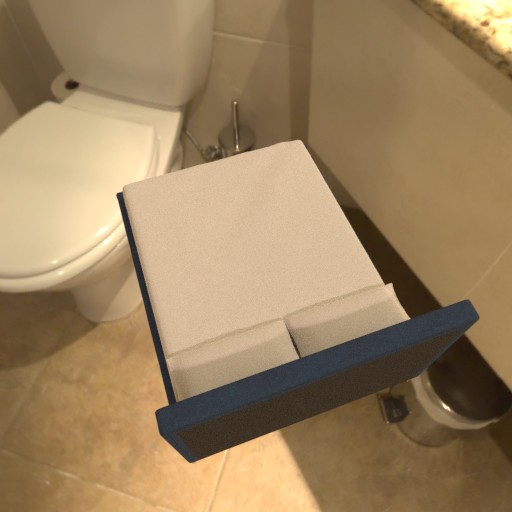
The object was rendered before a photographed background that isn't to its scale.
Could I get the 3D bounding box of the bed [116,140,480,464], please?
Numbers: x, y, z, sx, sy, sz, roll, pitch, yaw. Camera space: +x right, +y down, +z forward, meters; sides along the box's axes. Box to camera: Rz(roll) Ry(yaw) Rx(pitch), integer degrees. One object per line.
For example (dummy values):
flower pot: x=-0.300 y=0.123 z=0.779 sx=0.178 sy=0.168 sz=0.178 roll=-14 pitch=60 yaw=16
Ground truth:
bed: x=0.000 y=0.000 z=3.171 sx=1.723 sy=1.231 sz=2.172 roll=-17 pitch=60 yaw=-10
